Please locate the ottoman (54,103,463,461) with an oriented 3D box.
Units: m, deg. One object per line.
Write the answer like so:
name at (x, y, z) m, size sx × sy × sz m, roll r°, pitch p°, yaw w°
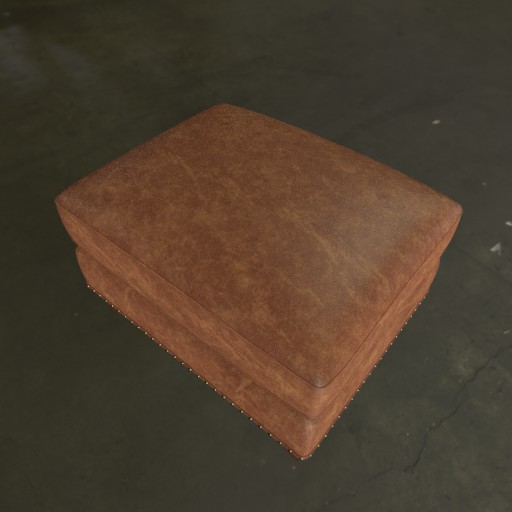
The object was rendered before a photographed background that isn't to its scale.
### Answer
ottoman at (0.000, 0.000, 1.109) m, size 0.742 × 0.486 × 0.586 m, roll 31°, pitch 54°, yaw 26°
